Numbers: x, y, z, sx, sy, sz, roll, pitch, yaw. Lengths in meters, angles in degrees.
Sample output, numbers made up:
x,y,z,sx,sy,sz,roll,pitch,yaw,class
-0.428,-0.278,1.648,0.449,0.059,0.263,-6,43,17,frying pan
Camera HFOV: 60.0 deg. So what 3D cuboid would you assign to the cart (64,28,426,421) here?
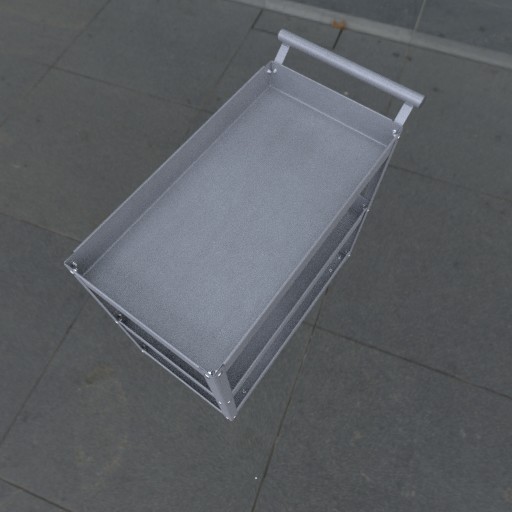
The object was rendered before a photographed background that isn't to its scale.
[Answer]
x,y,z,sx,sy,sz,roll,pitch,yaw,class
0.000,0.000,1.192,0.366,0.780,0.719,33,68,15,cart
